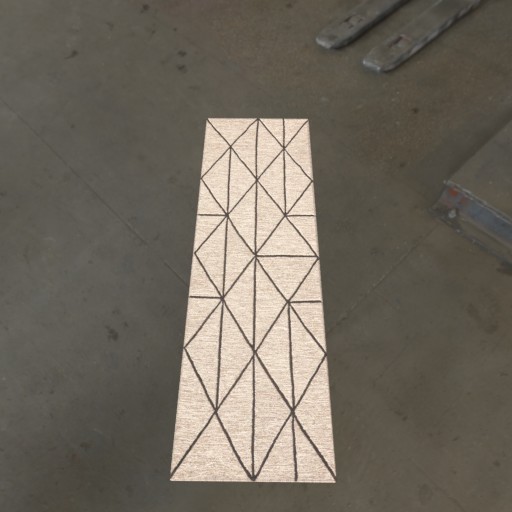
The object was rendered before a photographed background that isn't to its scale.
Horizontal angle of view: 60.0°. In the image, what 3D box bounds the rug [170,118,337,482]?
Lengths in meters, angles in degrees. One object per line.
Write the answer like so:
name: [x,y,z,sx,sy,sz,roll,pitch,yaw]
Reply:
rug: [0.000,0.000,2.676,0.762,0.012,2.438,1,58,0]
